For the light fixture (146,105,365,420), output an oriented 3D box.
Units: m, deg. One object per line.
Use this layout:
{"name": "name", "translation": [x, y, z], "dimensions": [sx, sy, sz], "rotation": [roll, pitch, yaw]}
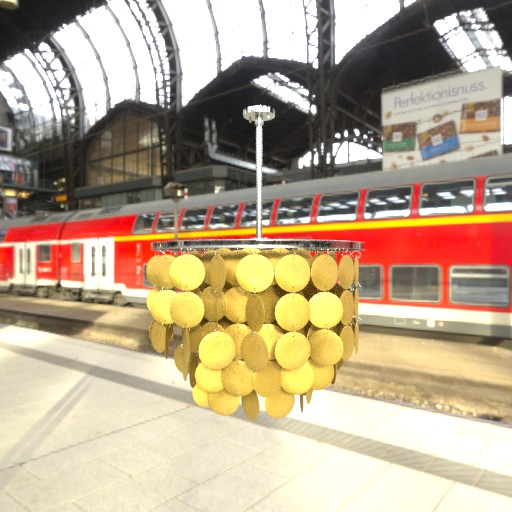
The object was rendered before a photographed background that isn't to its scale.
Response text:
{"name": "light fixture", "translation": [0.000, 0.000, 0.752], "dimensions": [0.368, 0.492, 0.368], "rotation": [0, 0, 0]}
